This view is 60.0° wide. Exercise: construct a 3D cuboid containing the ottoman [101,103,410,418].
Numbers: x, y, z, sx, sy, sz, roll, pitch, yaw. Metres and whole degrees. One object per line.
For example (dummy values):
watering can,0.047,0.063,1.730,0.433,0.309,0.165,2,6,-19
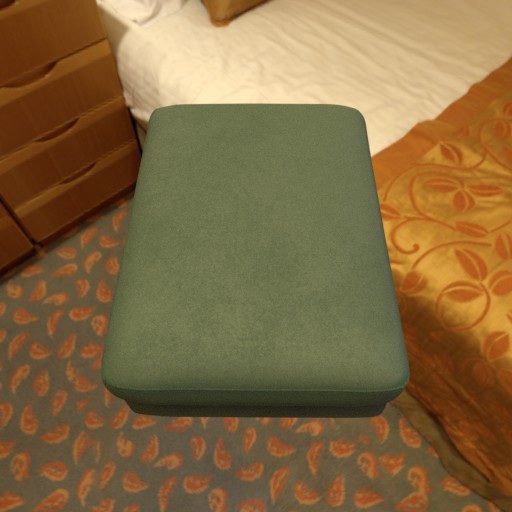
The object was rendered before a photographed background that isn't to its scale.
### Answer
ottoman,0.000,0.000,1.163,0.608,0.449,0.811,0,58,0
